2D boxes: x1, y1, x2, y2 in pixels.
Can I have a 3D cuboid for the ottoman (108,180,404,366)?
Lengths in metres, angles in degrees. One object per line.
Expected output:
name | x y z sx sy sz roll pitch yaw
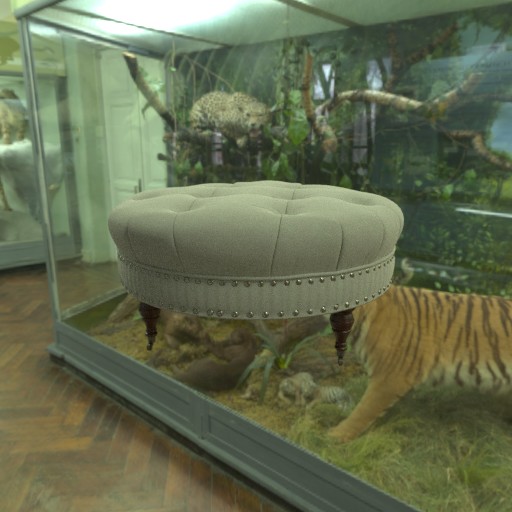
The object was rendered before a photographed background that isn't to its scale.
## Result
ottoman | 0.000 0.000 1.428 0.901 0.439 0.901 0 14 0
